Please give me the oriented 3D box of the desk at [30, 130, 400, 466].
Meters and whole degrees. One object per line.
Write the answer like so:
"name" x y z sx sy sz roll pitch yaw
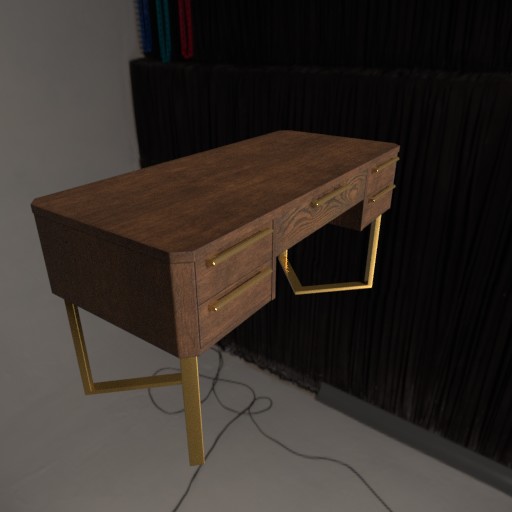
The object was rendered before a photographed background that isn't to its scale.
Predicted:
"desk" 0.000 0.000 1.876 0.684 0.762 1.479 17 31 31
